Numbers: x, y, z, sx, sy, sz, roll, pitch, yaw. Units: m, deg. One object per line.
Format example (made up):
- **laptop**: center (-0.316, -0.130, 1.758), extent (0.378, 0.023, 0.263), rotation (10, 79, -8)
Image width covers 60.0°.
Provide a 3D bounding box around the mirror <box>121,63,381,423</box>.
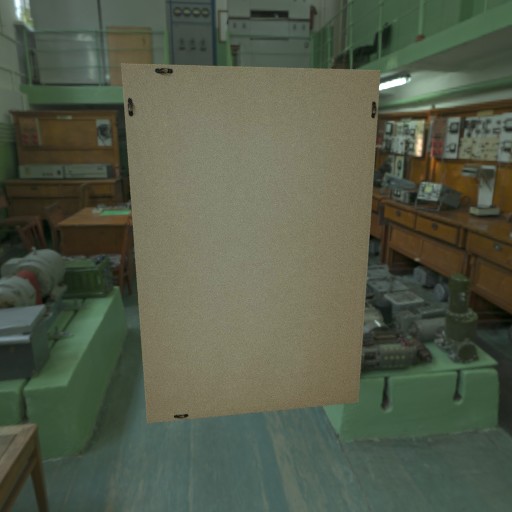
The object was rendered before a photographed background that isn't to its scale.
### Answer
- **mirror**: center (0.000, 0.000, 1.160), extent (0.609, 0.915, 0.041), rotation (-2, 15, -9)
